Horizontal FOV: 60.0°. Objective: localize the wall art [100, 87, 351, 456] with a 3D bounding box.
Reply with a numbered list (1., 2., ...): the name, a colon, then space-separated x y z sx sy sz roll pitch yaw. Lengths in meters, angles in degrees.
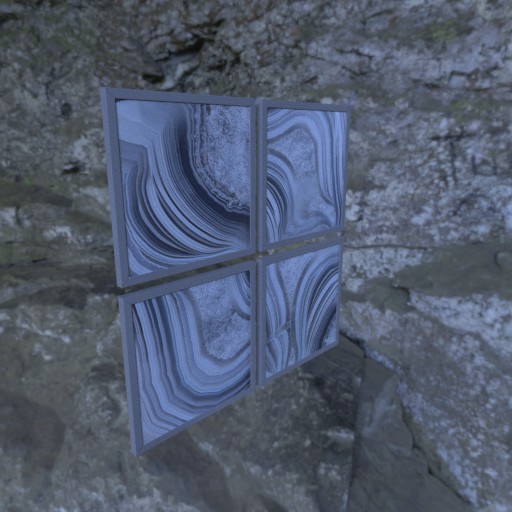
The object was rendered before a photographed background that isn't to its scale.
1. wall art: 0.000 0.000 1.670 1.118 1.118 0.029 -15 21 -43
